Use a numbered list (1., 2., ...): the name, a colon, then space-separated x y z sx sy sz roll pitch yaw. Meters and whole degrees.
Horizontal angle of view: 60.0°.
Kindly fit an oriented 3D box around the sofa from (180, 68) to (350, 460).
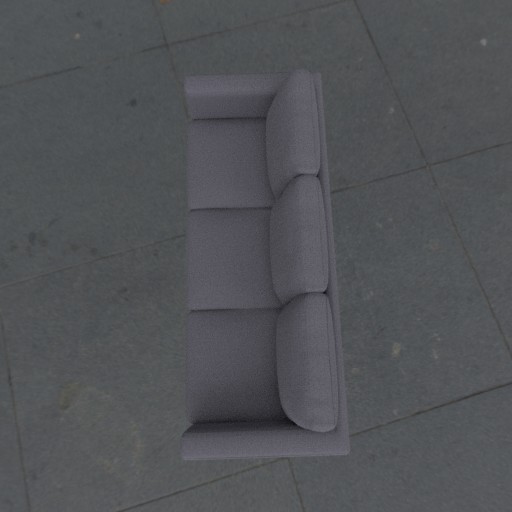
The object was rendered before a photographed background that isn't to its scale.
1. sofa: 0.000 0.000 2.496 0.802 0.912 2.029 -2 76 0
